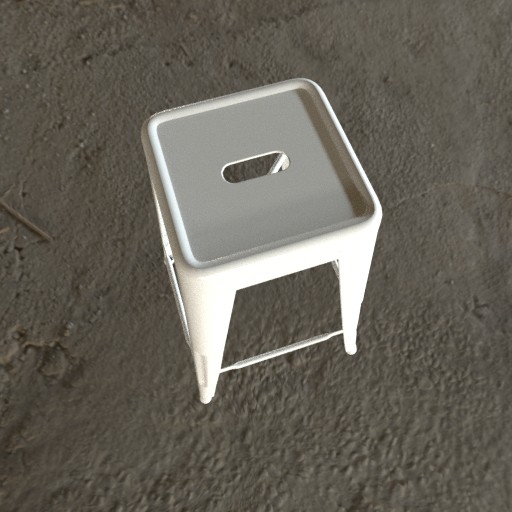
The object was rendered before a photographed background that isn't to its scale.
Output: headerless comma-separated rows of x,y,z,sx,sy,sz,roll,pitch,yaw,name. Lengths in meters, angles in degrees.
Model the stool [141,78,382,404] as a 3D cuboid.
0.000,0.000,0.886,0.406,0.610,0.406,-17,67,-7,stool
